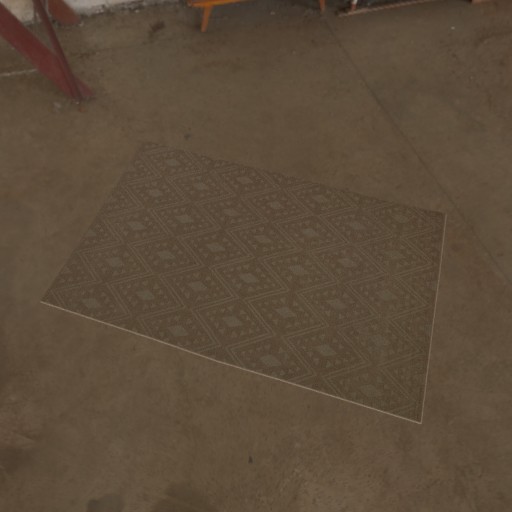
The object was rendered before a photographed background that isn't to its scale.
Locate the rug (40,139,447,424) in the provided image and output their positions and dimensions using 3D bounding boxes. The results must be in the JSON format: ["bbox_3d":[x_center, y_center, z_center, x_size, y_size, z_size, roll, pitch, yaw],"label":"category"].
[{"bbox_3d":[0.000,0.000,3.047,2.430,0.053,1.553,15,59,9],"label":"rug"}]
